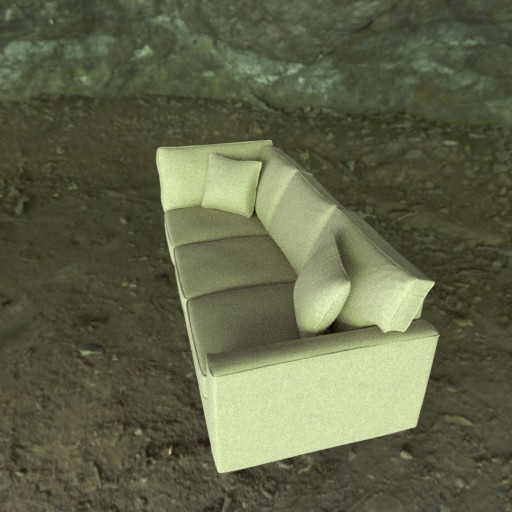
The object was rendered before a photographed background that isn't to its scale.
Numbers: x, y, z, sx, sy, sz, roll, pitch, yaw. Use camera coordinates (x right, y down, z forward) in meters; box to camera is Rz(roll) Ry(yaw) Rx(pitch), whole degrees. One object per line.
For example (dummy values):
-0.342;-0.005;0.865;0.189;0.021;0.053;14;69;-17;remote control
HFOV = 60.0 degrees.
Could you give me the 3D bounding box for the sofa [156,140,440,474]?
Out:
0.000;0.000;2.836;1.053;0.948;2.323;-7;30;-13;sofa
